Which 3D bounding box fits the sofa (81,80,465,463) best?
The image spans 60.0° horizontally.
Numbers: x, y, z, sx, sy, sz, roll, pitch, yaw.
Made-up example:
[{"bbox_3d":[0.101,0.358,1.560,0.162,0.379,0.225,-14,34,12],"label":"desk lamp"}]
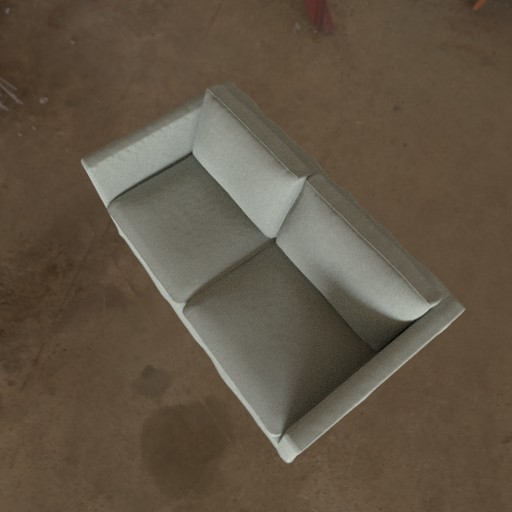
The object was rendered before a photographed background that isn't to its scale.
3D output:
[{"bbox_3d":[0.000,0.000,2.277,0.944,0.830,1.727,-34,68,-16],"label":"sofa"}]
